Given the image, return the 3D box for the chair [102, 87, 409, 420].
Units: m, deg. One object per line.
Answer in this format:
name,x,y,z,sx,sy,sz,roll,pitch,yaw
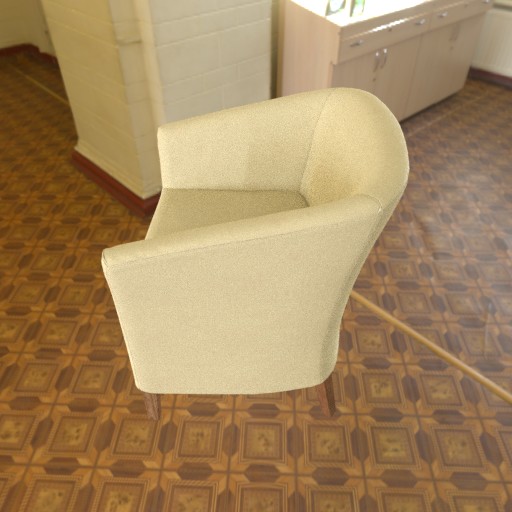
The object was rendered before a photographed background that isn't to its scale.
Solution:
chair,0.000,0.000,1.286,0.657,0.822,0.643,1,41,1
